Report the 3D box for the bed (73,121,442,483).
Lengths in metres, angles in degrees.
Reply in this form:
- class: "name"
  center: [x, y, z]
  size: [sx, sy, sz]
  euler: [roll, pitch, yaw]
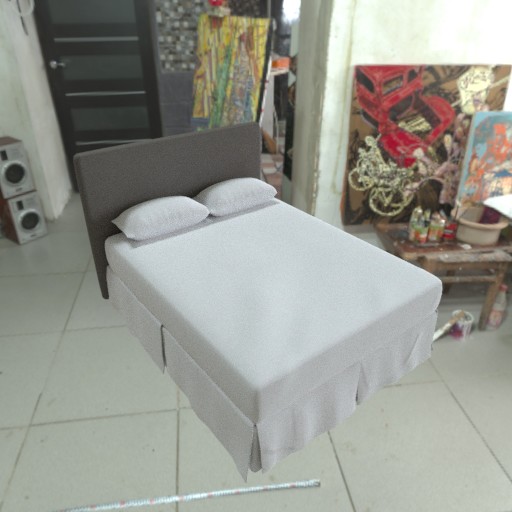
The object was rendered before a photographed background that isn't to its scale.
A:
- class: "bed"
  center: [0.000, 0.000, 3.205]
  size: [1.723, 1.330, 2.142]
  euler: [-21, 36, -32]
